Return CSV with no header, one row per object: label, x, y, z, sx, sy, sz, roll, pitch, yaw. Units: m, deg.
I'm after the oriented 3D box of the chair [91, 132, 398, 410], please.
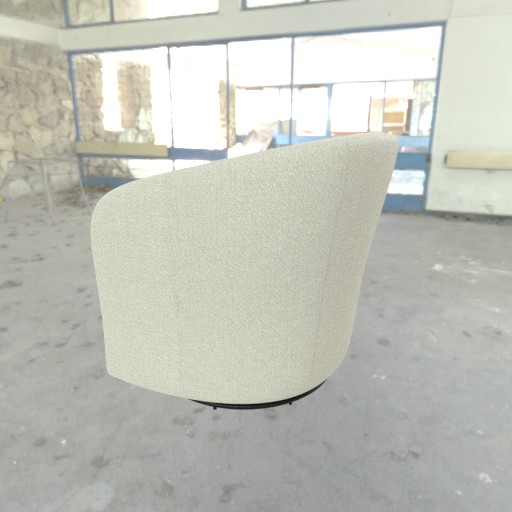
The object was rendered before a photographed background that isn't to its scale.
chair,0.000,0.000,1.429,0.815,0.771,0.791,7,18,23
